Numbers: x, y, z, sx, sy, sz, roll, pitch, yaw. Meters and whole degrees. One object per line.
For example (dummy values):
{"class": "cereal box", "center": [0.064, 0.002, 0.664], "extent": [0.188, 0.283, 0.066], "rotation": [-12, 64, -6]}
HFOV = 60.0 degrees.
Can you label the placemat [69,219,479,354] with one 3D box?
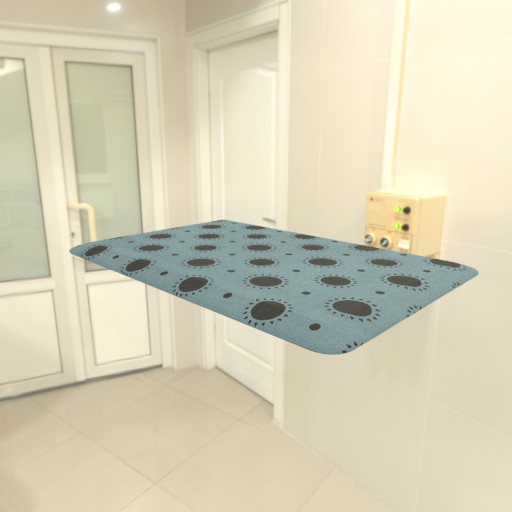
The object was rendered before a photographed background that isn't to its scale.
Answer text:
{"class": "placemat", "center": [0.000, 0.000, 0.952], "extent": [0.762, 0.021, 0.508], "rotation": [14, 20, 42]}
